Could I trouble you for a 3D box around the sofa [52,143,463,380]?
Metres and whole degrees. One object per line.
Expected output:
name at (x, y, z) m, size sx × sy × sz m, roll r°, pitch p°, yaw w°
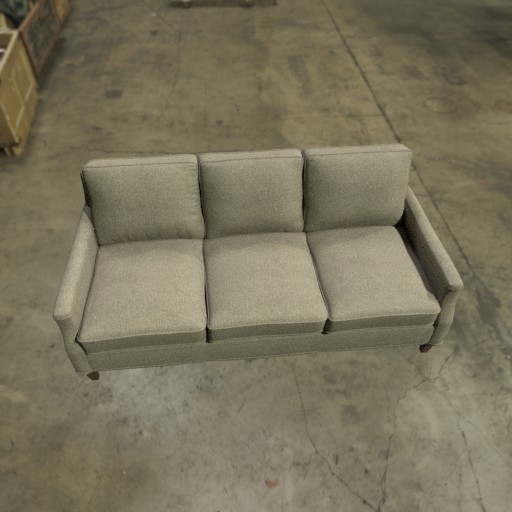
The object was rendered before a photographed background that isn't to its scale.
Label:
sofa at (0.000, 0.000, 2.790) m, size 2.246 × 1.003 × 1.084 m, roll -4°, pitch 47°, yaw -4°
